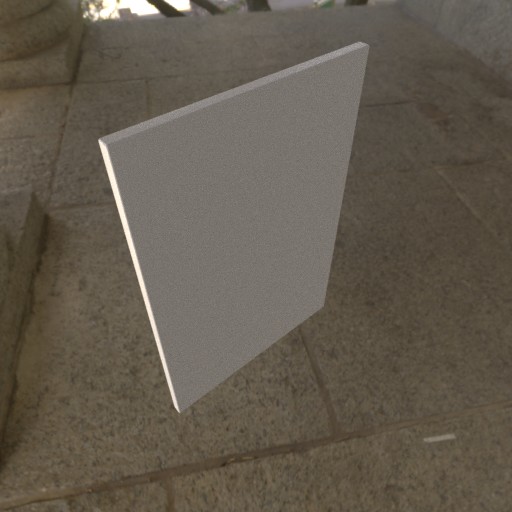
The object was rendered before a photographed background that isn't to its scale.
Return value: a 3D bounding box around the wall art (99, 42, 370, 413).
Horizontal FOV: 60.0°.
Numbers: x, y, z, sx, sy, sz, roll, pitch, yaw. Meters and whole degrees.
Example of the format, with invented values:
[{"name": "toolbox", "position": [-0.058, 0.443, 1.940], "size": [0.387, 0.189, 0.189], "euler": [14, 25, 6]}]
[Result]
[{"name": "wall art", "position": [0.000, 0.000, 1.024], "size": [0.556, 0.813, 0.026], "euler": [-31, 53, -27]}]
